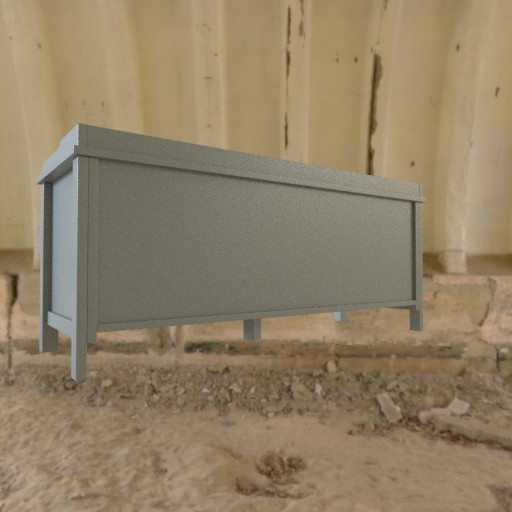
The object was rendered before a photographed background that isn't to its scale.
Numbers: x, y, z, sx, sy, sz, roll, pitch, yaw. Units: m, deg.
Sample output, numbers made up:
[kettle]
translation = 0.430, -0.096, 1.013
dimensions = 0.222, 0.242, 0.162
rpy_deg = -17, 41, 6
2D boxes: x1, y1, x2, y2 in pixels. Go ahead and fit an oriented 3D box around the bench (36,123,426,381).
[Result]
[bench]
translation = 0.000, 0.000, 1.334
dimensions = 1.140, 0.501, 0.398
rpy_deg = 1, -1, -36
